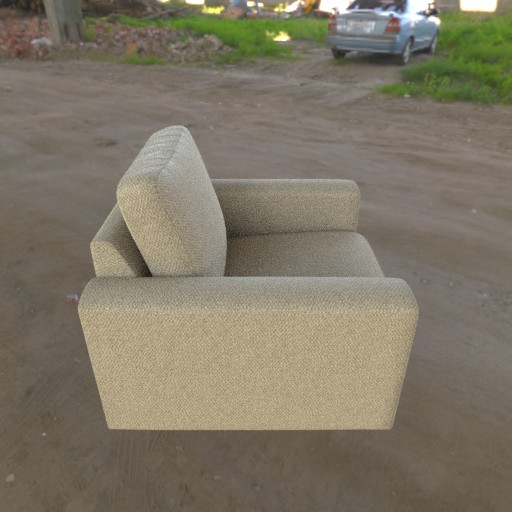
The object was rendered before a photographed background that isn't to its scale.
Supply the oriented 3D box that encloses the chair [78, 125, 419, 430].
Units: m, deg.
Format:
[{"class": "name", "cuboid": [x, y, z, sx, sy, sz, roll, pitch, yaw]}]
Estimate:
[{"class": "chair", "cuboid": [0.000, 0.000, 1.738, 1.016, 0.873, 1.005, 0, 31, 0]}]
